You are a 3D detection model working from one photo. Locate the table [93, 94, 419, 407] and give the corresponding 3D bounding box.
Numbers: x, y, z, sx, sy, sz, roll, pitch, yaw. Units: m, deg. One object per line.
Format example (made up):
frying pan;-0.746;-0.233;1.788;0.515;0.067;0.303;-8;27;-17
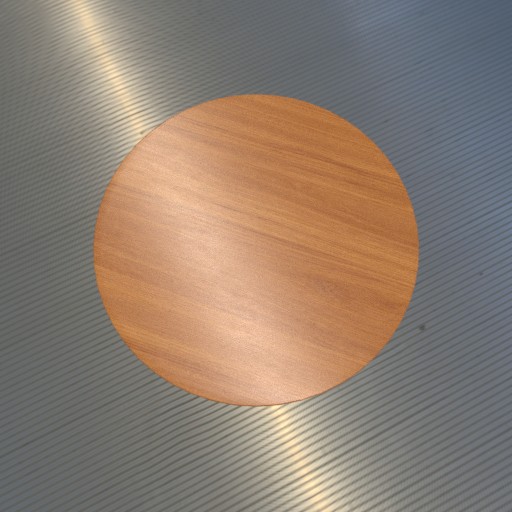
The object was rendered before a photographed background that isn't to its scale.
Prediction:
table;0.000;0.000;1.632;1.029;0.490;1.029;0;75;0
